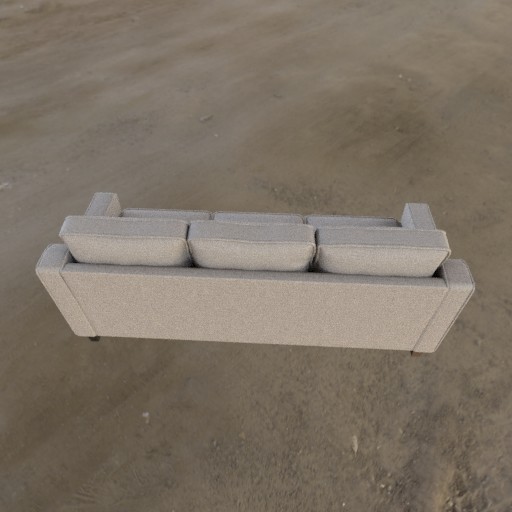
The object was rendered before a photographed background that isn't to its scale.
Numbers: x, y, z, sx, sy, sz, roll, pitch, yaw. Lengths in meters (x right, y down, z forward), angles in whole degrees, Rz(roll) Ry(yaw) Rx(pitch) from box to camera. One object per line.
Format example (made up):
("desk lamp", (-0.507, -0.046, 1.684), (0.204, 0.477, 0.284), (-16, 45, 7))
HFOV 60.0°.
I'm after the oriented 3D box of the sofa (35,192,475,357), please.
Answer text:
("sofa", (0.000, 0.000, 2.650), (2.129, 0.950, 0.899), (2, 45, 2))
